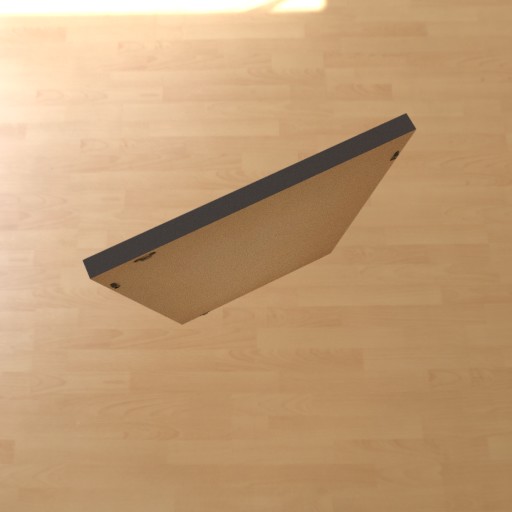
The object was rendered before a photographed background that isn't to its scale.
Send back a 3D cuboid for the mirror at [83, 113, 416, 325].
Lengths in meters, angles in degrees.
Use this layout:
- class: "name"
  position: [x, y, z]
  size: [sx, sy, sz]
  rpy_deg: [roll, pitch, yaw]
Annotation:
- class: "mirror"
  position: [0.000, 0.000, 1.192]
  size: [0.609, 0.915, 0.040]
  rpy_deg: [-25, 78, -6]
